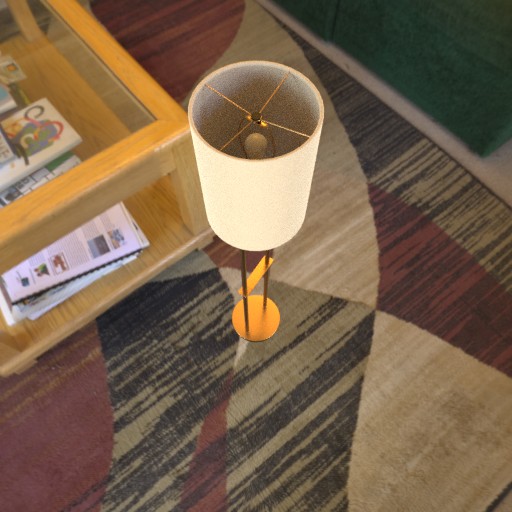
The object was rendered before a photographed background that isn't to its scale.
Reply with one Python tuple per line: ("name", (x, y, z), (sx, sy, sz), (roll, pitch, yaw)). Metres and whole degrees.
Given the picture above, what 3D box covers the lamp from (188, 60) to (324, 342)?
("lamp", (0.000, 0.000, 1.668), (0.305, 1.500, 0.306), (31, 68, 14))
